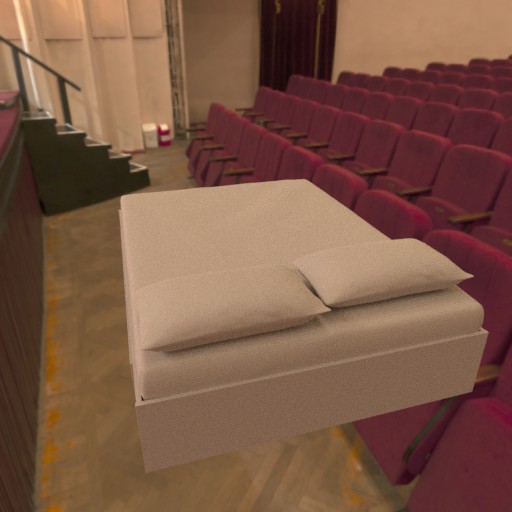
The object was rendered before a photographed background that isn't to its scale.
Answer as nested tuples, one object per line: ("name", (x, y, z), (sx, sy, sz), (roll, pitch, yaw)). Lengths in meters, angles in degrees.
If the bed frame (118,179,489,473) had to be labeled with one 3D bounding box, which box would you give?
("bed frame", (0.000, 0.000, 2.484), (1.450, 0.629, 1.950), (-8, 27, -15))
